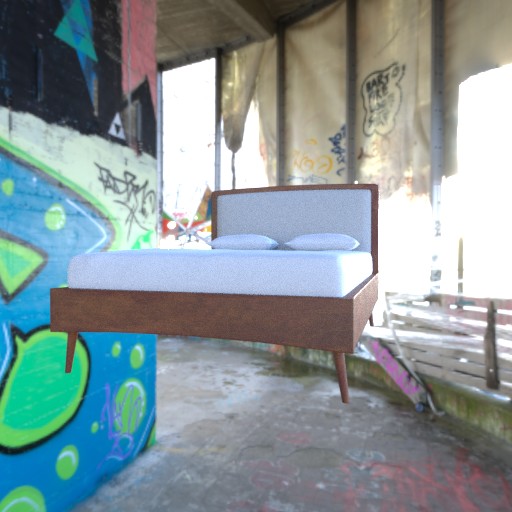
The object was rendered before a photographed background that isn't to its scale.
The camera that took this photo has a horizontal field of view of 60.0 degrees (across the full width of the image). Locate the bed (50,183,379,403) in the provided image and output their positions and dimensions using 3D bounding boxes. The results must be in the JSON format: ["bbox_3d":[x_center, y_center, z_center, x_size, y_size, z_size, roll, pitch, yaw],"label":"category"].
[{"bbox_3d":[0.000,0.000,3.154,1.587,1.275,2.196,0,1,18],"label":"bed"}]
